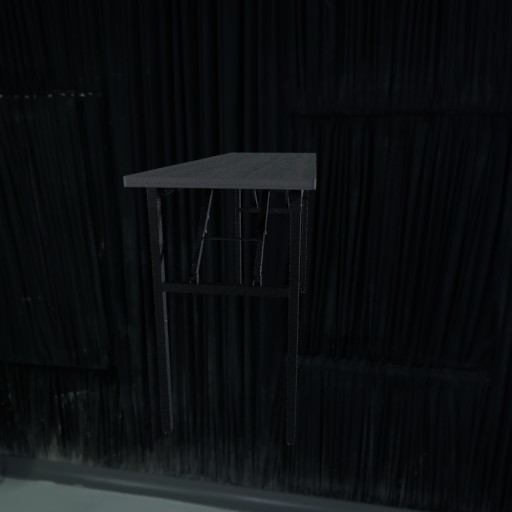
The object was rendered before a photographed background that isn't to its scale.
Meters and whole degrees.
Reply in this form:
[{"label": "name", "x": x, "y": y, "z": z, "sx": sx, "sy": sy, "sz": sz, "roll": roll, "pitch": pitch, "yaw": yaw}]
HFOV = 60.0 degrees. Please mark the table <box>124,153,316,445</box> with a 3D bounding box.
[{"label": "table", "x": 0.000, "y": 0.000, "z": 1.775, "sx": 0.449, "sy": 0.750, "sz": 1.399, "roll": 2, "pitch": 15, "yaw": 7}]
